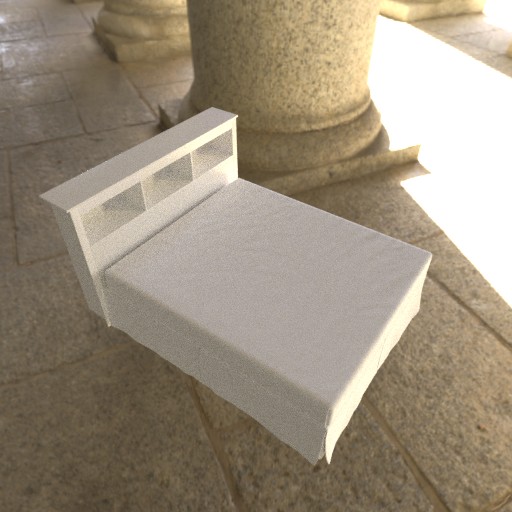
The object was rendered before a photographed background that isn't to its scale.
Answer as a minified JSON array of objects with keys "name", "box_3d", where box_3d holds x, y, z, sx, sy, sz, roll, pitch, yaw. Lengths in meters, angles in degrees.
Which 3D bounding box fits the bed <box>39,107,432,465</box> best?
[{"name":"bed","box_3d":[0.000,0.000,3.159,2.133,1.092,1.671,25,47,26]}]
